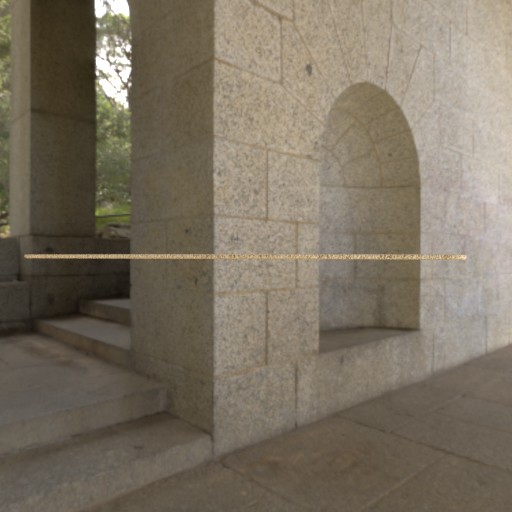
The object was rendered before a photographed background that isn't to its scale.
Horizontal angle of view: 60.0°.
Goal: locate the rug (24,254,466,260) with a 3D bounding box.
[{"bbox_3d":[0.000,0.000,3.375,2.700,0.024,1.801,0,0,18],"label":"rug"}]
